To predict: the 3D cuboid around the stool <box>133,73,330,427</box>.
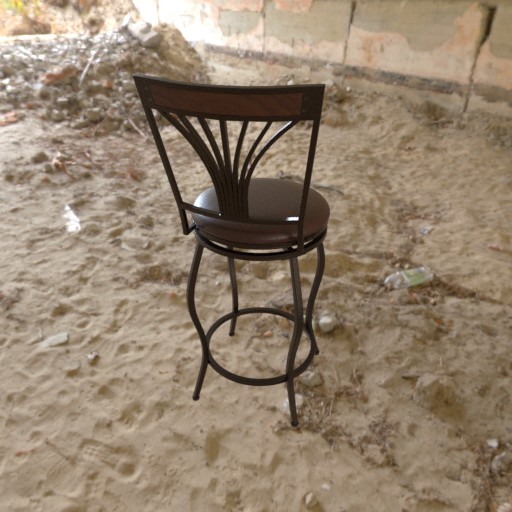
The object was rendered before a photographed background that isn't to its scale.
[{"bbox_3d":[0.000,0.000,1.401,0.433,1.117,0.514,9,32,15],"label":"stool"}]
